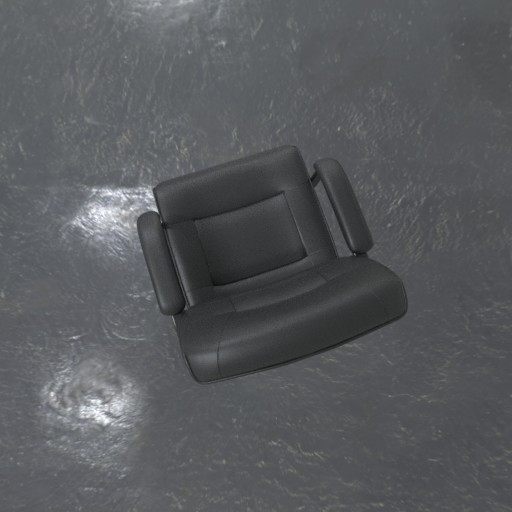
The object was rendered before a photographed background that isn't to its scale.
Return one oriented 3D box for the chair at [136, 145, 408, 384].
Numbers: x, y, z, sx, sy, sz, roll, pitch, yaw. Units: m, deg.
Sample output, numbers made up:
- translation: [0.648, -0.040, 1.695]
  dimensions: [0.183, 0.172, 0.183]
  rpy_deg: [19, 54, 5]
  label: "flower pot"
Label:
- translation: [0.000, 0.000, 1.355]
  dimensions: [0.591, 0.910, 0.668]
  rpy_deg: [-18, 76, -5]
  label: "chair"
